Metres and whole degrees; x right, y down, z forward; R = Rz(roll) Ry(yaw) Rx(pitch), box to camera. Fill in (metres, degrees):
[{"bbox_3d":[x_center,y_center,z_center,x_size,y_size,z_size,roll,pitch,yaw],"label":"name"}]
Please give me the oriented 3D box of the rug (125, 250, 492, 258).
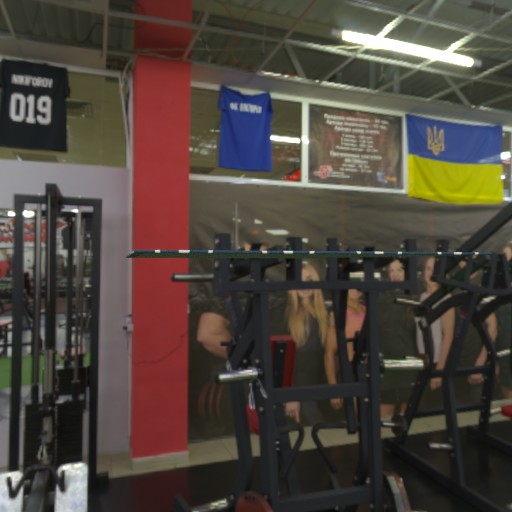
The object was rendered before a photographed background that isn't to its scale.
[{"bbox_3d":[0.000,0.000,2.742,1.524,0.010,2.134,0,-1,-17],"label":"rug"}]
